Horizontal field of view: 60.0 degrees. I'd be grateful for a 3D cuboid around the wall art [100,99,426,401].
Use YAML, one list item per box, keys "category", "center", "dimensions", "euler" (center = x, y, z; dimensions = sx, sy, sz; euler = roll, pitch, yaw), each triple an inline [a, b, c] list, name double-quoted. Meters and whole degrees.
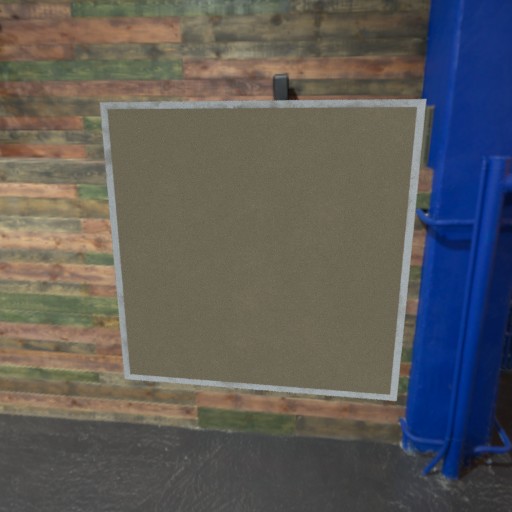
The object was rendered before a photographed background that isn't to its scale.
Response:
- category: "wall art"
  center: [0.000, 0.000, 0.765]
  dimensions: [0.508, 0.506, 0.029]
  euler: [2, 16, 8]
